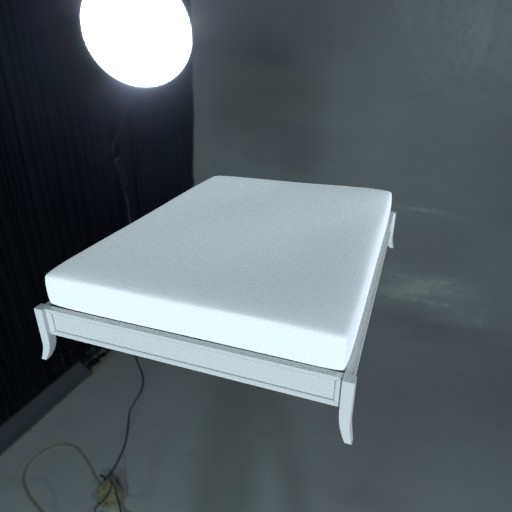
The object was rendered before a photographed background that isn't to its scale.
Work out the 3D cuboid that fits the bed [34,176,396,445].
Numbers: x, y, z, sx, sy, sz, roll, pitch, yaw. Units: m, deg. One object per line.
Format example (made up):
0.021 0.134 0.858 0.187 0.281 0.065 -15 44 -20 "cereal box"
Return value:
0.000 0.000 2.842 1.604 0.510 2.108 9 27 18 "bed"
